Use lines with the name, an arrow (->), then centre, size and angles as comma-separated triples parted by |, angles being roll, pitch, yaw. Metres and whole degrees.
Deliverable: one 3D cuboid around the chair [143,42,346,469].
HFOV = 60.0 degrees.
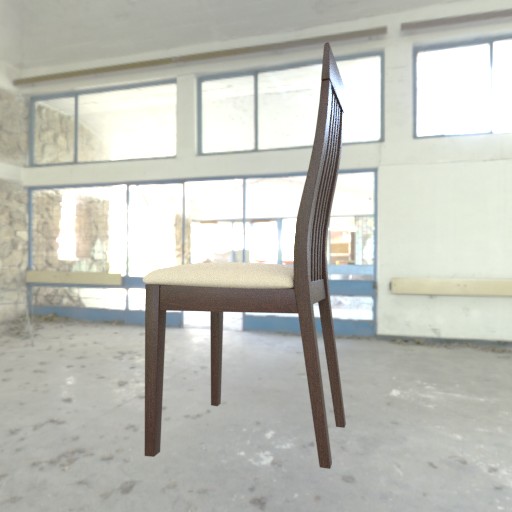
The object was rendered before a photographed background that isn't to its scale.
chair -> 0.000, 0.000, 1.275 | 0.474, 1.027, 0.460 | 0, 0, 19
